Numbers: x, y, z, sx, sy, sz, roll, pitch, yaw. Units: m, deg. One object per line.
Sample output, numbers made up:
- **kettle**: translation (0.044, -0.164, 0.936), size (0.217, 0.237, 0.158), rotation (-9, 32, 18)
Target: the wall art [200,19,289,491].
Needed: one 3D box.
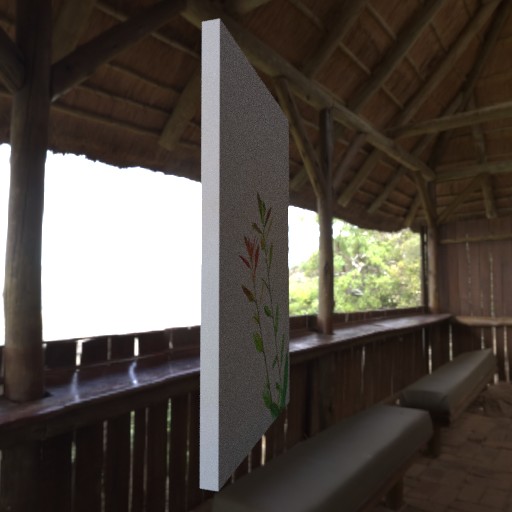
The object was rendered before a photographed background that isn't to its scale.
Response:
- **wall art**: translation (0.000, 0.000, 1.155), size (0.039, 0.915, 0.612), rotation (-1, -2, 17)
